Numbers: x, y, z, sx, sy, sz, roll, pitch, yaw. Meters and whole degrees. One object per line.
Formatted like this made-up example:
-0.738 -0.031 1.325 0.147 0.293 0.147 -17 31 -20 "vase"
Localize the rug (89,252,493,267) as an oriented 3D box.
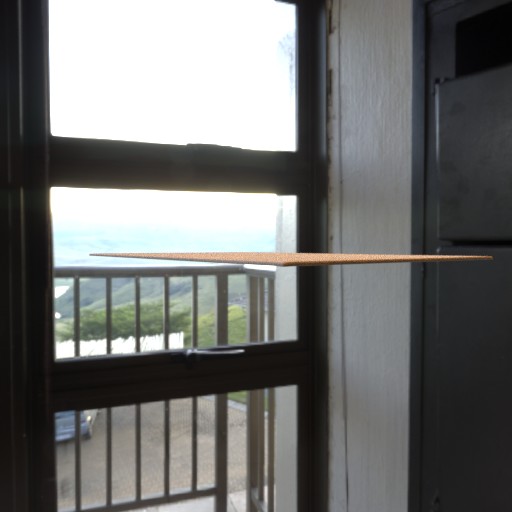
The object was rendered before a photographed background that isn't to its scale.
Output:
0.000 0.000 2.081 1.067 0.013 1.676 -1 1 -36 "rug"
